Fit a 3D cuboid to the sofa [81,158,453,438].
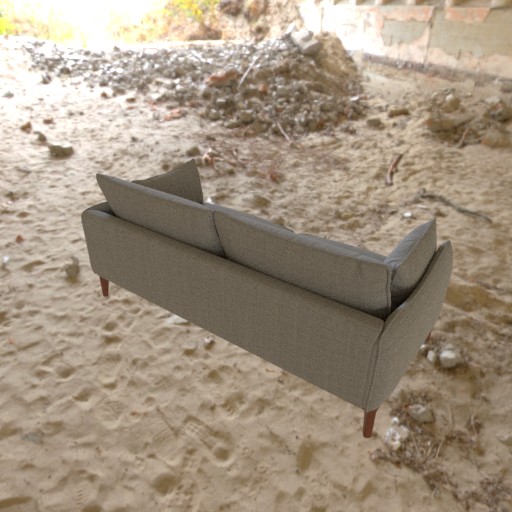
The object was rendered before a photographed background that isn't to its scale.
[{"bbox_3d":[0.000,0.000,2.568,1.989,0.851,0.972,20,35,31],"label":"sofa"}]
